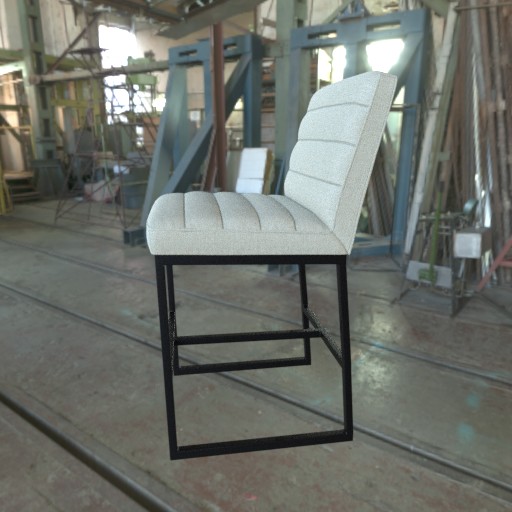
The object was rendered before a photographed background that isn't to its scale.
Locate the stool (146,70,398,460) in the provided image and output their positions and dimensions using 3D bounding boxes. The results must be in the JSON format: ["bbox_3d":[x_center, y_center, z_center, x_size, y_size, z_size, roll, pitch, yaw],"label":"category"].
[{"bbox_3d":[0.000,0.000,1.249,0.560,0.940,0.460,-2,15,-9],"label":"stool"}]
